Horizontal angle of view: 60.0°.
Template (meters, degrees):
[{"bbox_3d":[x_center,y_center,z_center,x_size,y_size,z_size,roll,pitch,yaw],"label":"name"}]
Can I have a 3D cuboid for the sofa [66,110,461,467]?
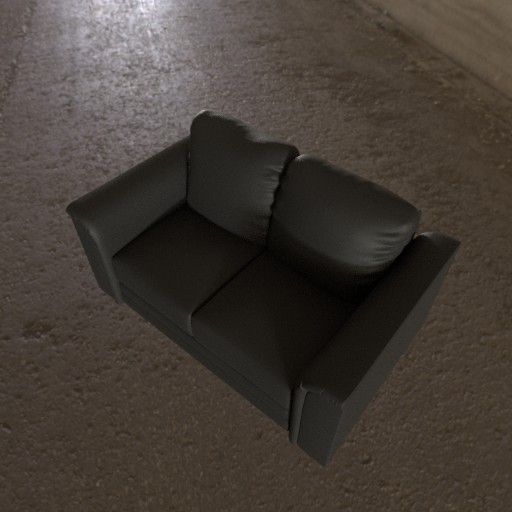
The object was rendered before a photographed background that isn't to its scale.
[{"bbox_3d":[0.000,0.000,1.947,1.386,0.845,0.887,31,54,26],"label":"sofa"}]
